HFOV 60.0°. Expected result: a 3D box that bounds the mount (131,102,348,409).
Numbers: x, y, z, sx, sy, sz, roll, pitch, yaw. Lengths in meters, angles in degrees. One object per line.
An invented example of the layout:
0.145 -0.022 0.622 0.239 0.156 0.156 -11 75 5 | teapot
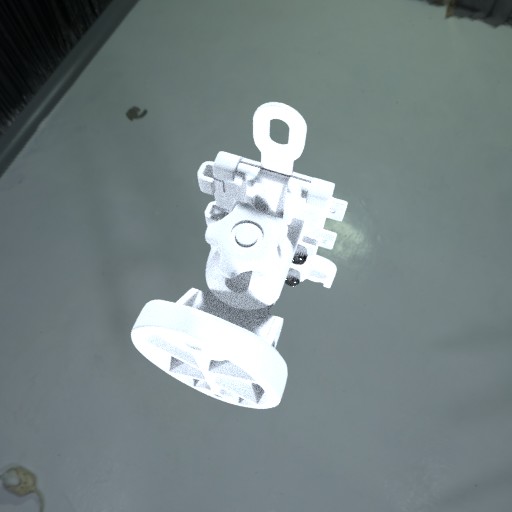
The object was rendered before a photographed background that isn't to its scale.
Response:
0.000 0.000 0.175 0.066 0.118 0.100 18 65 8 | mount
